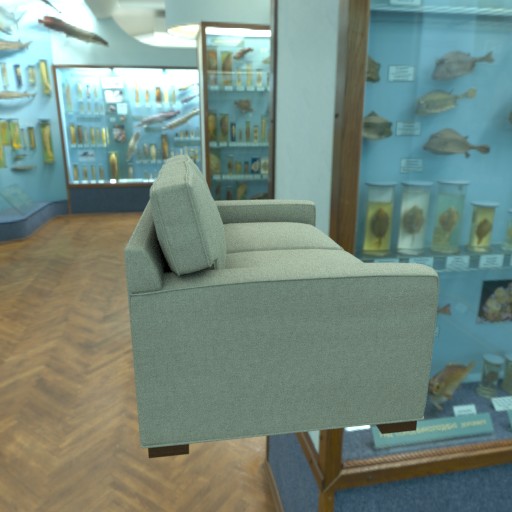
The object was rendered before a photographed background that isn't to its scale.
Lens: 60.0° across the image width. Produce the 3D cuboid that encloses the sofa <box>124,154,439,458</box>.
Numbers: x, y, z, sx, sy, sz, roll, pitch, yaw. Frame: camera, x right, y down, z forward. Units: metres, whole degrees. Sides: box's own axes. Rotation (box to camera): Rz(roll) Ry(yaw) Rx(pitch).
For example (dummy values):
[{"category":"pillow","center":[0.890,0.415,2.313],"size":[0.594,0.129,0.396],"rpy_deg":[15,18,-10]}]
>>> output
[{"category":"sofa","center":[0.000,0.000,2.011],"size":[0.940,0.853,1.484],"rpy_deg":[-2,16,-9]}]
